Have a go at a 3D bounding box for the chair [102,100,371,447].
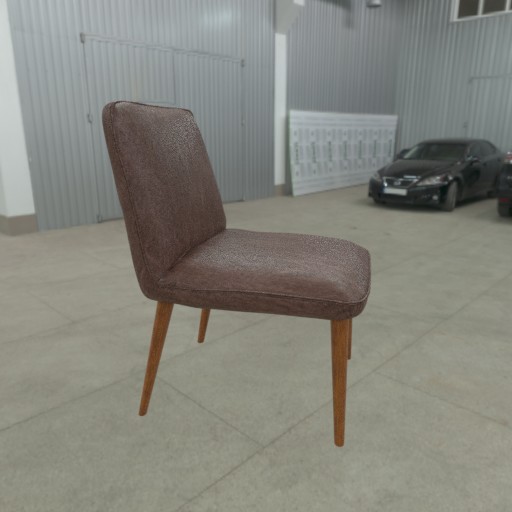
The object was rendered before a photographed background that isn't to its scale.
[{"bbox_3d":[0.000,0.000,1.234,0.645,0.803,0.543,2,16,9],"label":"chair"}]
